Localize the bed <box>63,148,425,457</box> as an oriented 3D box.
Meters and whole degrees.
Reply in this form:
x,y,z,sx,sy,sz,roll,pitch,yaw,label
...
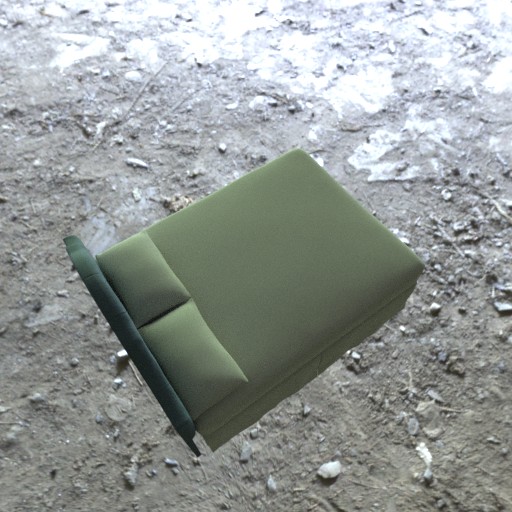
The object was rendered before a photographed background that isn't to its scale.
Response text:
x,y,z,sx,sy,sz,roll,pitch,yaw,label
0.000,0.000,3.228,2.155,1.575,1.636,-32,63,-18,bed
